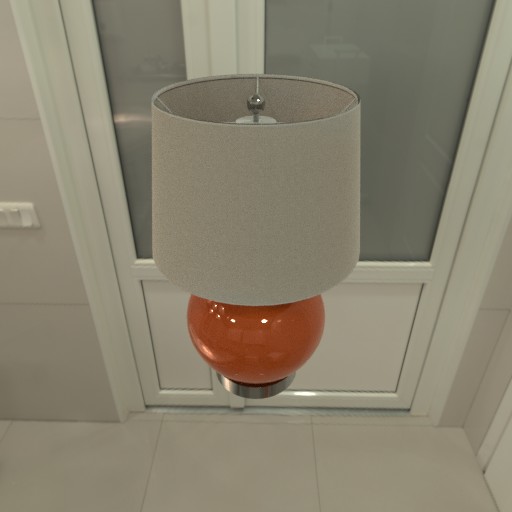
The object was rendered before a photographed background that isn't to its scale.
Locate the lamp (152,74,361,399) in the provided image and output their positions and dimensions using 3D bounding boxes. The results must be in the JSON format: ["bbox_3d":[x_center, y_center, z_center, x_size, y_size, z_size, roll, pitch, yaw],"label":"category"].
[{"bbox_3d":[0.000,0.000,0.548,0.247,0.387,0.247,0,33,0],"label":"lamp"}]
